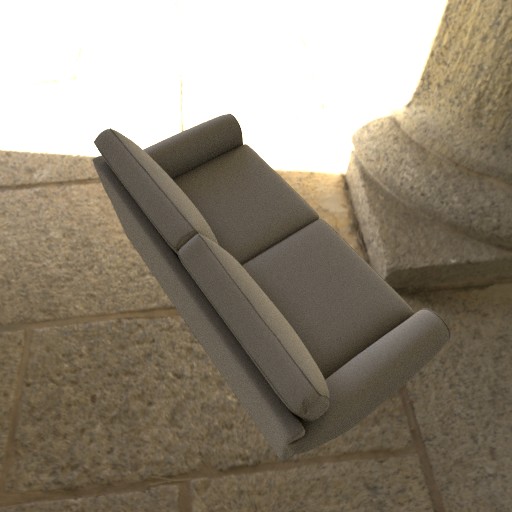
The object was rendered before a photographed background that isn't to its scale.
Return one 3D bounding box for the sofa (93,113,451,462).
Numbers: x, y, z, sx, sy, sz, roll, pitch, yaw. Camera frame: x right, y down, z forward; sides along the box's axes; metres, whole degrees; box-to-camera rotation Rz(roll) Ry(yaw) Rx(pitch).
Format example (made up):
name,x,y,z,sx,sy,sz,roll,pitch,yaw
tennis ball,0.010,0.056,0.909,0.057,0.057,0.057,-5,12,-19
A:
name,x,y,z,sx,sy,sz,roll,pitch,yaw
sofa,0.000,0.000,2.391,0.940,0.952,1.930,-31,63,-18
